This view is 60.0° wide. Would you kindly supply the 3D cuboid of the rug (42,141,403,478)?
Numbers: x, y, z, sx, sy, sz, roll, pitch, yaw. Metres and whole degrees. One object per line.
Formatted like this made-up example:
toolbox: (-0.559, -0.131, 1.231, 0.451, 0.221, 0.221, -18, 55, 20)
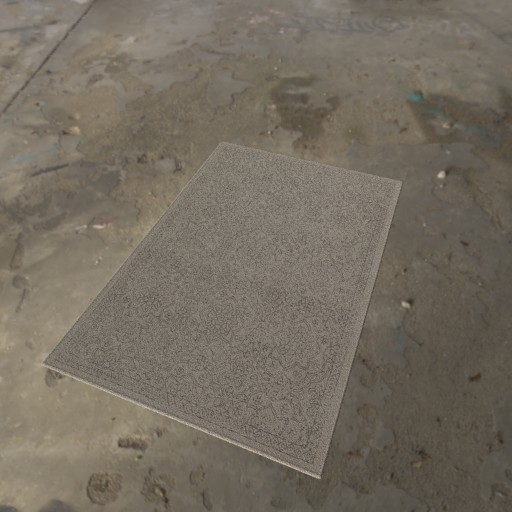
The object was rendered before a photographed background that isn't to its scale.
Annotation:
rug: (0.000, 0.000, 2.288, 1.219, 0.010, 1.829, 16, 49, 15)
